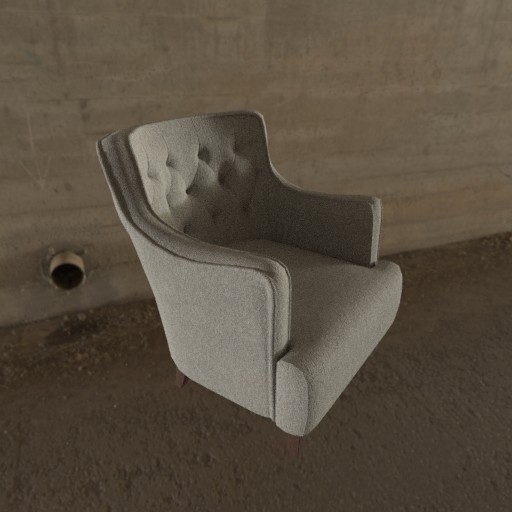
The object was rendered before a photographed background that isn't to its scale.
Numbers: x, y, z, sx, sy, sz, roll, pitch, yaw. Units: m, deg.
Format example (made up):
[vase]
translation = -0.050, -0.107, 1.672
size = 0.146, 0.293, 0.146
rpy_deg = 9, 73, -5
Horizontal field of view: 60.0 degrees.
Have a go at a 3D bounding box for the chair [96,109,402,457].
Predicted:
[chair]
translation = 0.000, 0.000, 1.603
size = 0.910, 0.920, 0.820
rpy_deg = 17, 30, 31
